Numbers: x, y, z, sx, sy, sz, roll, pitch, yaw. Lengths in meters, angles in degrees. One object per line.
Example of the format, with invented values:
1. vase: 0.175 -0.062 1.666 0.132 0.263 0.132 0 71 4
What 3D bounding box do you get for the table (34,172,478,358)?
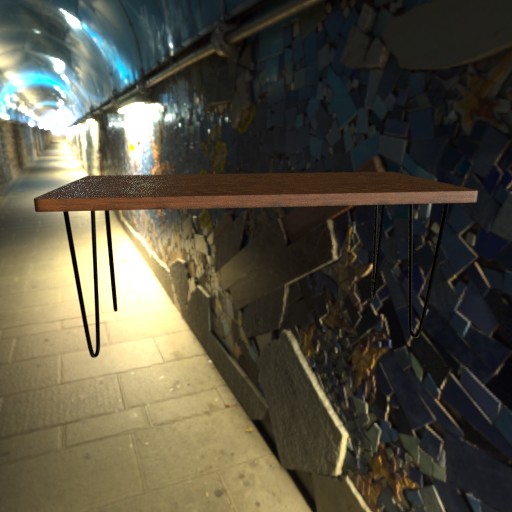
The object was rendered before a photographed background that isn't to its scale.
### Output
1. table: 0.000 0.000 2.275 1.791 0.753 0.883 -2 16 -7
